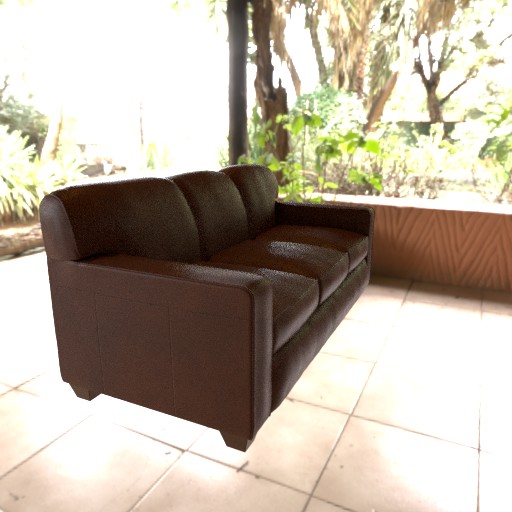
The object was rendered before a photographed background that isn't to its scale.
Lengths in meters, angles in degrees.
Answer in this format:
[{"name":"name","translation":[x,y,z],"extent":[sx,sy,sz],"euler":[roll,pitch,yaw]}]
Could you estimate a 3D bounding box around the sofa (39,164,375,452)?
[{"name":"sofa","translation":[0.000,0.000,2.527],"extent":[1.008,0.953,2.039],"euler":[7,16,25]}]
